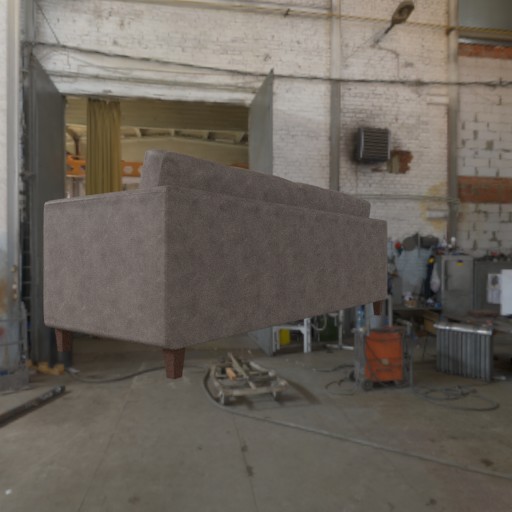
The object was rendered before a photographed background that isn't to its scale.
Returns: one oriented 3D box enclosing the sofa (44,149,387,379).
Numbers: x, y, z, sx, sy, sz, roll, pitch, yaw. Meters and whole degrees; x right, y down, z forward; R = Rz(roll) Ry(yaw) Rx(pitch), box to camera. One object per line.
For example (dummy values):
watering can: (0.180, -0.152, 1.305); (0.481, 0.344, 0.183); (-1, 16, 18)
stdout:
sofa: (0.000, 0.000, 2.937); (0.951, 0.965, 2.434); (0, 1, 36)
